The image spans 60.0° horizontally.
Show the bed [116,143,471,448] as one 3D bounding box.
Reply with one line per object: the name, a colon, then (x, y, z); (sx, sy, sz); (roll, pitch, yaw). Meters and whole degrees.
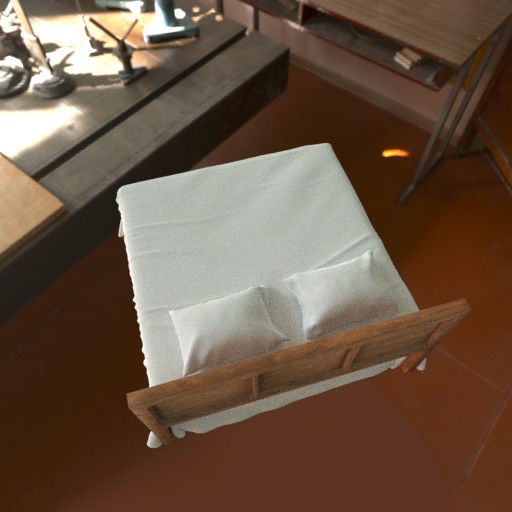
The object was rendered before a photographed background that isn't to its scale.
bed: (0.000, 0.000, 3.487); (2.255, 1.158, 2.165); (-14, 59, -9)
